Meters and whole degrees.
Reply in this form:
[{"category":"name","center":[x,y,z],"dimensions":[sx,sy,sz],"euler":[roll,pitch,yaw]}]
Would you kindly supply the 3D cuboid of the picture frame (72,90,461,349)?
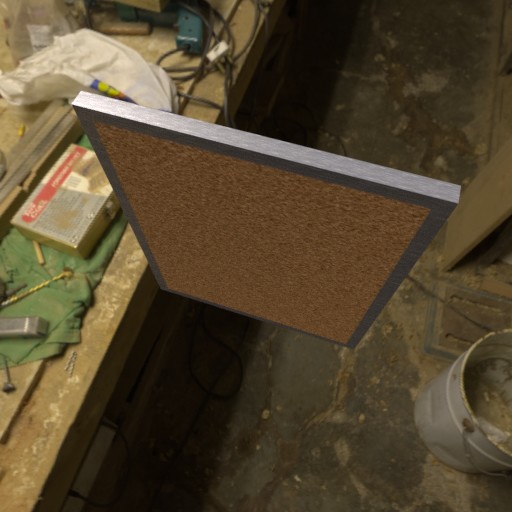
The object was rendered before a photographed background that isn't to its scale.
[{"category":"picture frame","center":[0.000,0.000,0.748],"dimensions":[0.454,0.559,0.029],"euler":[16,64,8]}]
